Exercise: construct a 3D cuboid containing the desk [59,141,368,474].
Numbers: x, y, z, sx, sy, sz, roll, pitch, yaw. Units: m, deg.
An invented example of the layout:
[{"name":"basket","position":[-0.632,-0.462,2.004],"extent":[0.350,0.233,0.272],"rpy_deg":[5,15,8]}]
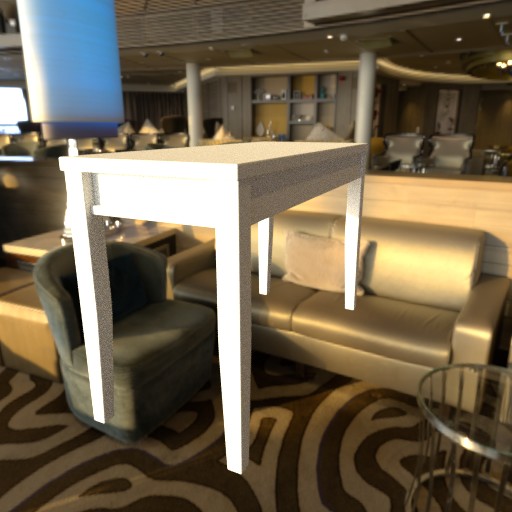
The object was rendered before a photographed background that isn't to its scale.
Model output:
[{"name":"desk","position":[0.000,0.000,1.637],"extent":[0.508,0.775,1.220],"rpy_deg":[8,18,25]}]
